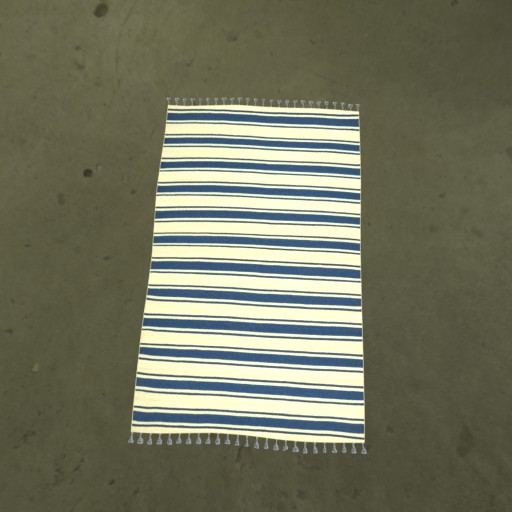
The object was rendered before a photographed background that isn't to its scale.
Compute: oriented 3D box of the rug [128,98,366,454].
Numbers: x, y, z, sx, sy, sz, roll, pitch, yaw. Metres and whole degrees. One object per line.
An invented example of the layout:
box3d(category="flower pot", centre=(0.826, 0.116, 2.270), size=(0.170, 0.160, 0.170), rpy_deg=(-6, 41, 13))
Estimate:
box3d(category="rug", centre=(0.000, 0.000, 2.591), size=(1.248, 0.009, 2.108), rpy_deg=(3, 75, 1))
